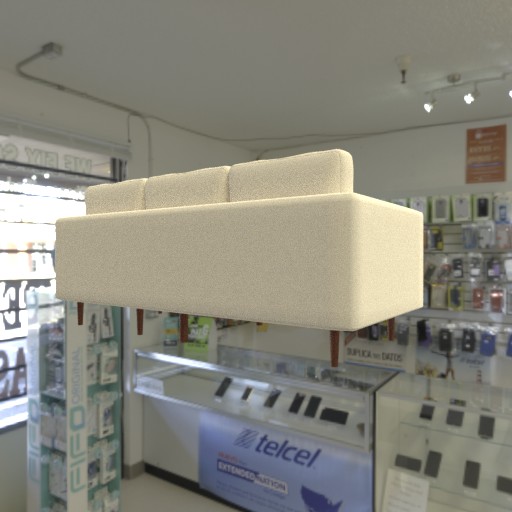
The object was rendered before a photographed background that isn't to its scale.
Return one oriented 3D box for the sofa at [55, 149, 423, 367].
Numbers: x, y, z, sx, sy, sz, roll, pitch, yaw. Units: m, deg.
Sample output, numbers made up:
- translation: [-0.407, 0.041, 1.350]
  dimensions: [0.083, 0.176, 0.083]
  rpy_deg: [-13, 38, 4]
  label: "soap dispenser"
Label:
- translation: [0.000, 0.000, 2.834]
  dimensions: [2.029, 0.899, 1.580]
  rpy_deg: [0, 0, 36]
  label: "sofa"
